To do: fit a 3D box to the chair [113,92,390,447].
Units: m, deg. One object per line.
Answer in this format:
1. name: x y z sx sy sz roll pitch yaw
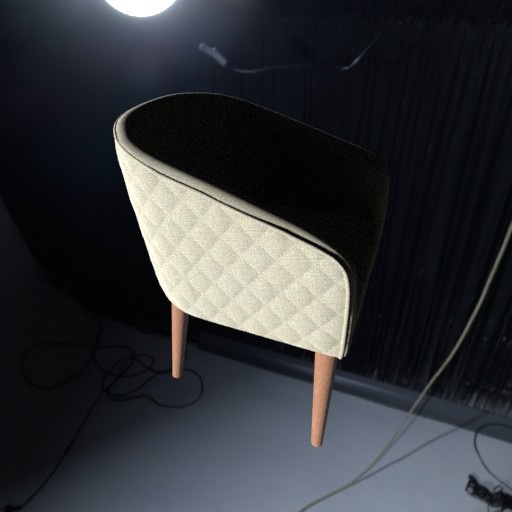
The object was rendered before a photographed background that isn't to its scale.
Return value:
1. chair: 0.000 0.000 1.215 0.616 0.775 0.584 11 33 17
